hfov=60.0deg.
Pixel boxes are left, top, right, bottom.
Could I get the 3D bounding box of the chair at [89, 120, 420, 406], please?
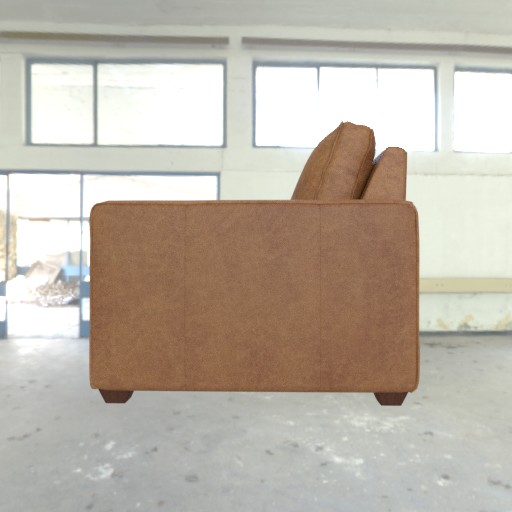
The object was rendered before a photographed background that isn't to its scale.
[{"bbox_3d":[0.000,0.000,1.758,1.027,0.901,0.987,0,0,-1],"label":"chair"}]
